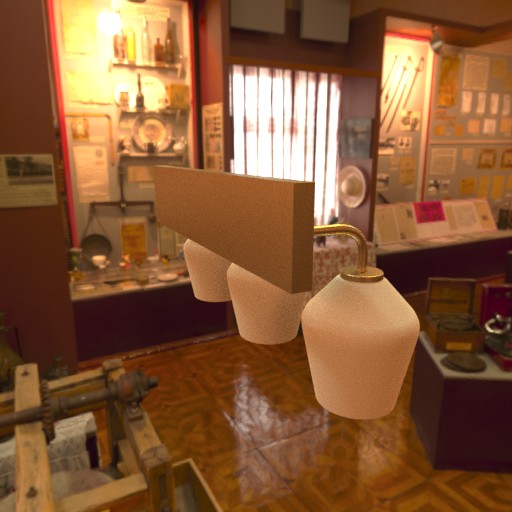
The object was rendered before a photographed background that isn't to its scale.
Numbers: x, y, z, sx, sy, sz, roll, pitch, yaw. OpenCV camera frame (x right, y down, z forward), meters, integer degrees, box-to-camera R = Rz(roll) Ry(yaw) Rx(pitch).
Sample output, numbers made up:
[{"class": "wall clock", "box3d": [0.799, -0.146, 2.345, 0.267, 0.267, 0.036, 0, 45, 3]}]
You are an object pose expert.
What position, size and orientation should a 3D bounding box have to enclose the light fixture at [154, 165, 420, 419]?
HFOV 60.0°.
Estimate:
[{"class": "light fixture", "box3d": [0.000, 0.000, 0.732, 0.190, 0.280, 0.609, -7, 15, -26]}]
